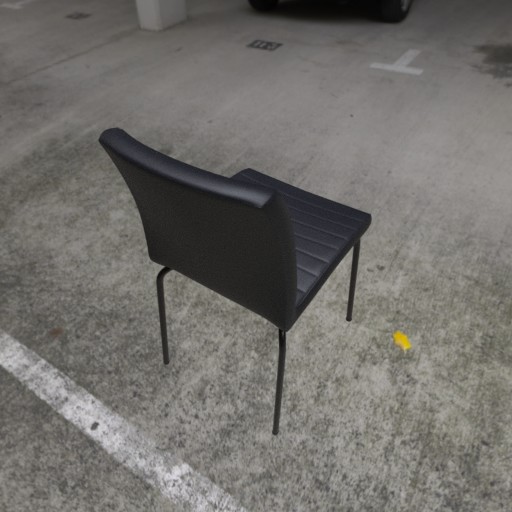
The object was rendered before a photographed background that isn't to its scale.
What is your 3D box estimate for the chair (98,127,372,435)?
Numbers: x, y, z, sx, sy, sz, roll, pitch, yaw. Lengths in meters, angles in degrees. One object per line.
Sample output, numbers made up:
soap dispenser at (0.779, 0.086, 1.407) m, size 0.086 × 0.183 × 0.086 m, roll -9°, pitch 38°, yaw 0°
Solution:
chair at (0.000, 0.000, 1.191) m, size 0.450 × 0.872 × 0.572 m, roll 25°, pitch 50°, yaw 23°
